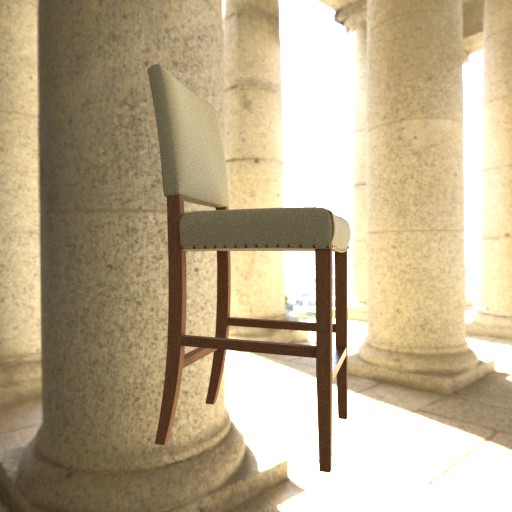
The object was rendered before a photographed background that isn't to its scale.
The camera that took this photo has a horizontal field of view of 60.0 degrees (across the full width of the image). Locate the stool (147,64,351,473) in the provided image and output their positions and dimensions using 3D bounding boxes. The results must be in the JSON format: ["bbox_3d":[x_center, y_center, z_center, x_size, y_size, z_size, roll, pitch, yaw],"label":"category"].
[{"bbox_3d":[0.000,0.000,1.478,0.584,1.168,0.445,0,1,18],"label":"stool"}]
